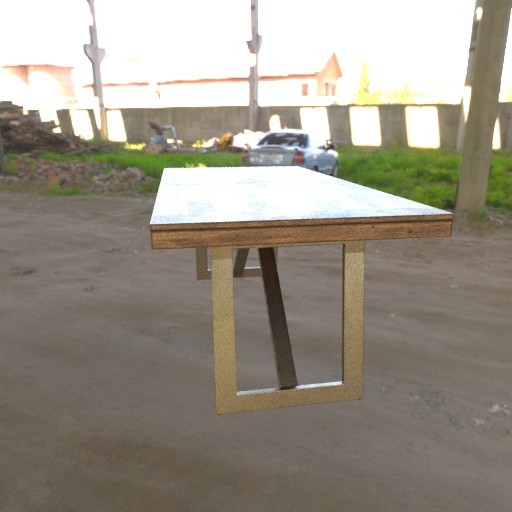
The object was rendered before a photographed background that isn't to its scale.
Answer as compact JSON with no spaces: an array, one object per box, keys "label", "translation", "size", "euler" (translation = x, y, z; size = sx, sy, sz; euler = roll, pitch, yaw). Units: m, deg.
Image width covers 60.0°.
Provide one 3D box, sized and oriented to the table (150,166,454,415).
[{"label":"table","translation":[0.000,0.000,2.299],"size":[0.931,0.757,1.867],"euler":[-3,16,-10]}]
